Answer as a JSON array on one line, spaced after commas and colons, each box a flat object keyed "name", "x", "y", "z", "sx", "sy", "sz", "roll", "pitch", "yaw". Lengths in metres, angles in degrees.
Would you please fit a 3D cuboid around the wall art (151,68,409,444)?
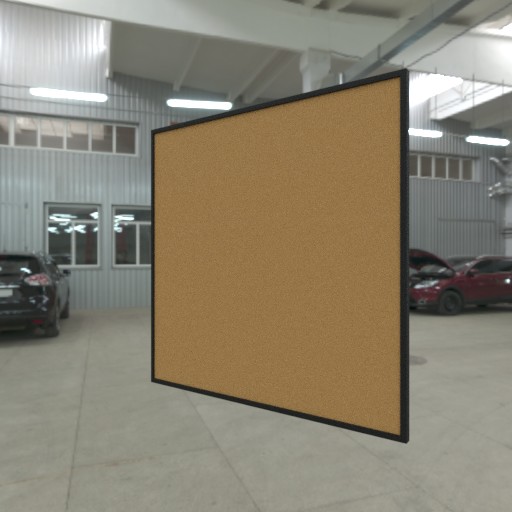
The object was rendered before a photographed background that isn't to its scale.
[{"name": "wall art", "x": 0.000, "y": 0.000, "z": 0.677, "sx": 0.458, "sy": 0.457, "sz": 0.013, "roll": 0, "pitch": 0, "yaw": 35}]
